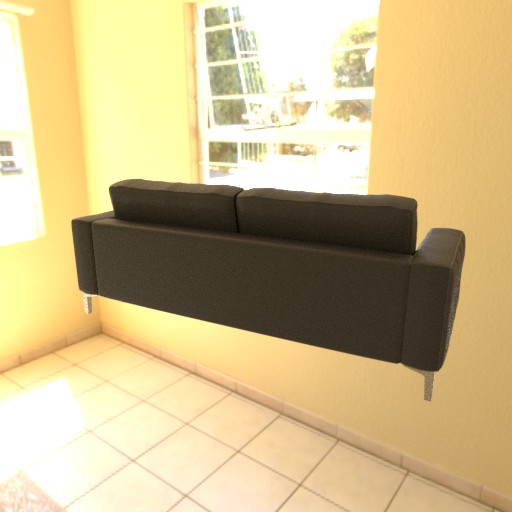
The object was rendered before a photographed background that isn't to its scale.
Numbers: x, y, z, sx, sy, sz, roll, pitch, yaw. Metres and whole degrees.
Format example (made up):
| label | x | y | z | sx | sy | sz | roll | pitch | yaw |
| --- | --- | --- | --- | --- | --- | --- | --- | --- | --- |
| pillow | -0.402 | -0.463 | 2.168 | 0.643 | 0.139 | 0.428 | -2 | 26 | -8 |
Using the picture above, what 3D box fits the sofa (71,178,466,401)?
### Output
| label | x | y | z | sx | sy | sz | roll | pitch | yaw |
| --- | --- | --- | --- | --- | --- | --- | --- | --- | --- |
| sofa | 0.000 | 0.000 | 2.706 | 2.275 | 0.893 | 0.833 | 8 | 18 | 26 |
